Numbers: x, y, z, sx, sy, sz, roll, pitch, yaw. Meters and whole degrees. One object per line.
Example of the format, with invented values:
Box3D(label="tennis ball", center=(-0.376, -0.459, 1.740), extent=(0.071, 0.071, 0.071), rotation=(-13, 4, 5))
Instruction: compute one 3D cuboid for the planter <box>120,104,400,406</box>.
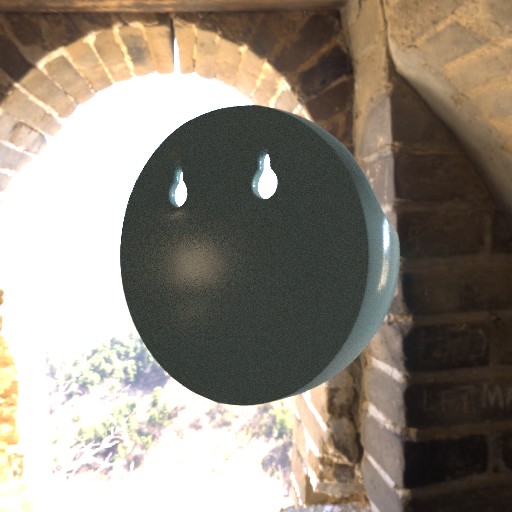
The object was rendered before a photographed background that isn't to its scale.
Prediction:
Box3D(label="planter", center=(0.000, 0.000, 0.274), extent=(0.189, 0.164, 0.073), rotation=(0, 0, 37))
